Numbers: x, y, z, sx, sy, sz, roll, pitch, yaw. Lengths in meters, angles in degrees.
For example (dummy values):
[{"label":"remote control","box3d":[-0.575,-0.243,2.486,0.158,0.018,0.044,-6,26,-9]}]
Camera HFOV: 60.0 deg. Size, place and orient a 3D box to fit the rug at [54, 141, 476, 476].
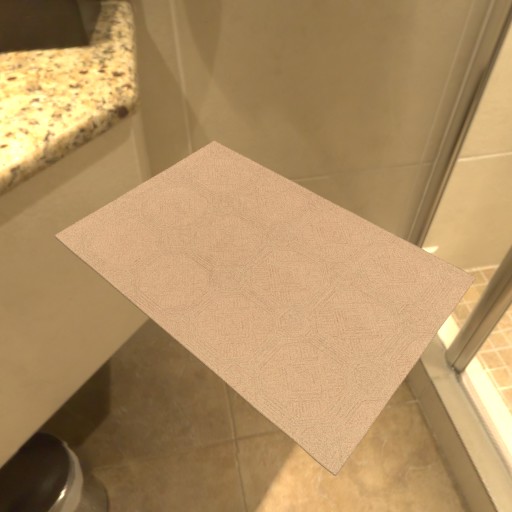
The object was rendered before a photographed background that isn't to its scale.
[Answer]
[{"label":"rug","box3d":[0.000,0.000,2.301,1.839,0.009,1.236,33,55,27]}]
